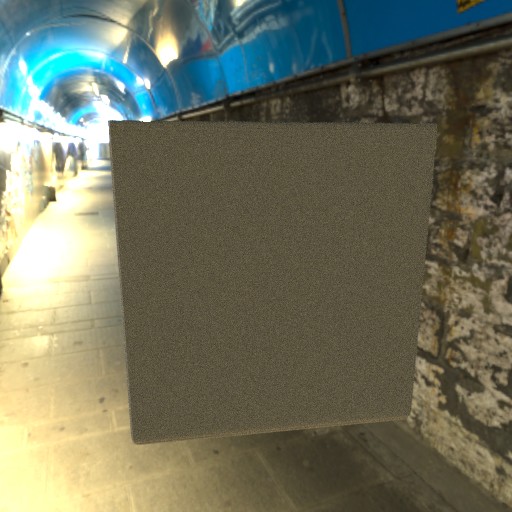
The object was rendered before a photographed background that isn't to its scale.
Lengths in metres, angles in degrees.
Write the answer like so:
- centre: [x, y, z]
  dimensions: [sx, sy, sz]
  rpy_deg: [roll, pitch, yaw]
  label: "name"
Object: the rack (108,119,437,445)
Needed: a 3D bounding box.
- centre: [0.000, 0.000, 0.507]
  dimensions: [0.270, 0.280, 0.270]
  rpy_deg: [-2, 14, -9]
  label: "rack"
